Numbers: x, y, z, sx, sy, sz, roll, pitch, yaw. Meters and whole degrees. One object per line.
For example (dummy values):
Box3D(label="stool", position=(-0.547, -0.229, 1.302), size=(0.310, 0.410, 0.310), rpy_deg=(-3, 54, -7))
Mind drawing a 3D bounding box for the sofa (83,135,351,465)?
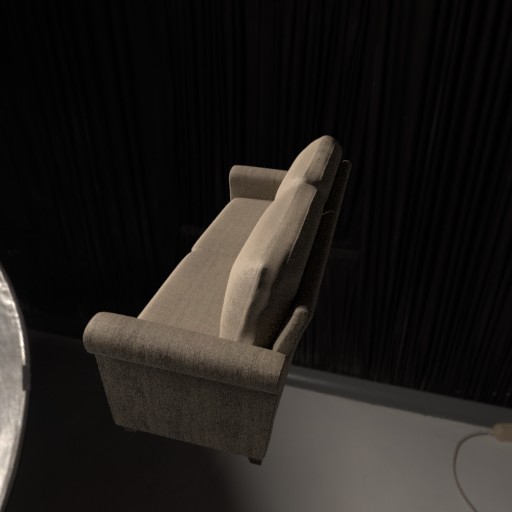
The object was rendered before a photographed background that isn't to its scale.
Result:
Box3D(label="sofa", position=(0.000, 0.000, 2.435), size=(0.842, 0.942, 1.935), rpy_deg=(8, 32, 13))
